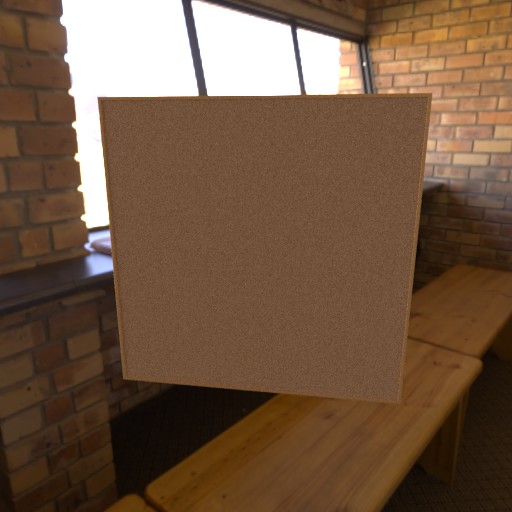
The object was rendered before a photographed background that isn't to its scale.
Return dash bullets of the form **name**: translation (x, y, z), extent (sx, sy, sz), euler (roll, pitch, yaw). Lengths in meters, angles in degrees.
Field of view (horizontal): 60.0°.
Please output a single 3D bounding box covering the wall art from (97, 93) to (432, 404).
- **wall art**: translation (0.000, 0.000, 0.667), extent (0.457, 0.455, 0.013), euler (2, 16, 9)
